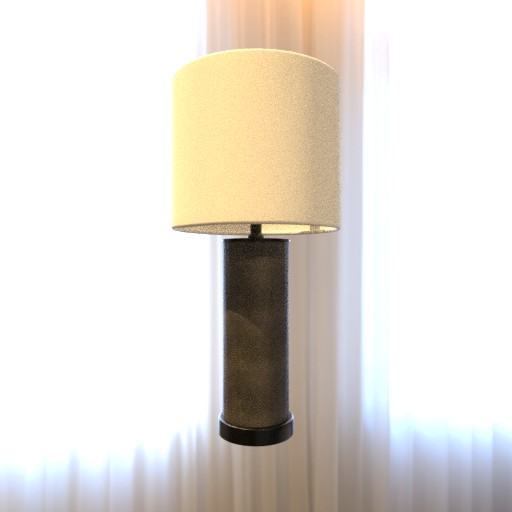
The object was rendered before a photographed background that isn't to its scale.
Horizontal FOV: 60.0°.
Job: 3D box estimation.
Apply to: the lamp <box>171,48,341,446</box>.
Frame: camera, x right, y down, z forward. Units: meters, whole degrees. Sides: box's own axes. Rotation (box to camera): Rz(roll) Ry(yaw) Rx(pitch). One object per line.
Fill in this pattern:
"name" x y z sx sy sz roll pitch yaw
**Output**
"lamp" 0.000 0.000 0.806 0.305 0.634 0.305 0 -1 -39
